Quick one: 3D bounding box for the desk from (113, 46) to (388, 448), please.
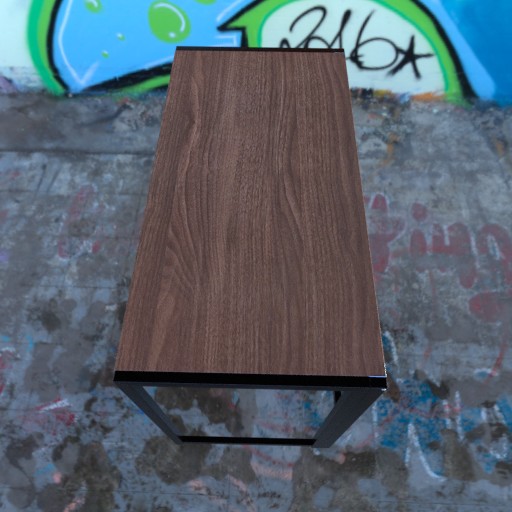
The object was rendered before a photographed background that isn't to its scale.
[{"bbox_3d":[0.000,0.000,1.401,0.508,0.762,1.016,1,59,1],"label":"desk"}]
